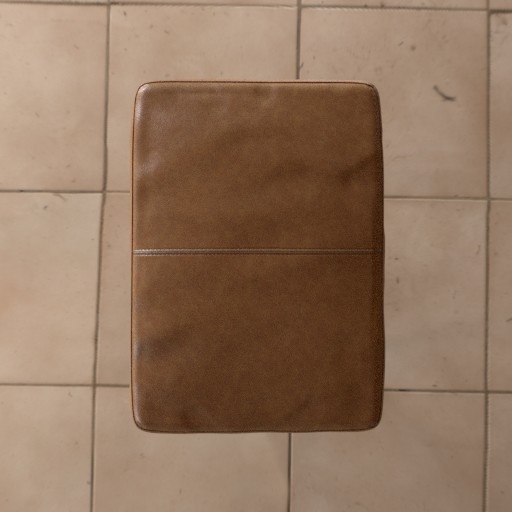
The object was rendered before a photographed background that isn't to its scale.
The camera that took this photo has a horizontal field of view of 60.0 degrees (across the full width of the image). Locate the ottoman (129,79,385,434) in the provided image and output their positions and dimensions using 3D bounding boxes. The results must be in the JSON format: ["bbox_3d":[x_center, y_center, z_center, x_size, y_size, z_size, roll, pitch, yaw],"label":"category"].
[{"bbox_3d":[0.000,0.000,1.222,0.630,0.461,0.869,0,89,-1],"label":"ottoman"}]
